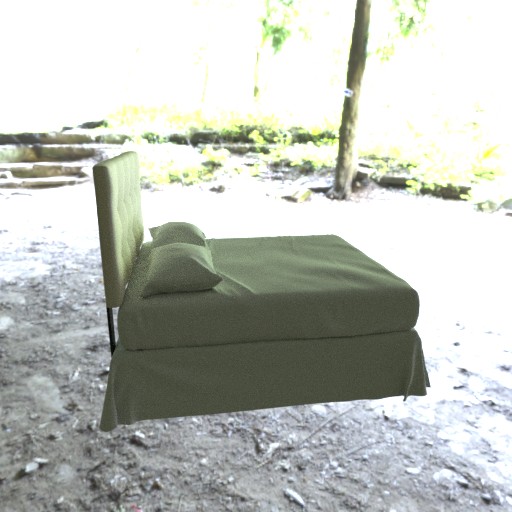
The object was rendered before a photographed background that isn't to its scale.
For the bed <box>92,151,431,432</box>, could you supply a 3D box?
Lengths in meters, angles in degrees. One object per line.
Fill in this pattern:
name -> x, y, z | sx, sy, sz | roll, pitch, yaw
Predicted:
bed -> 0.000, 0.000, 3.530 | 2.222, 1.577, 1.936 | -2, 16, -8
